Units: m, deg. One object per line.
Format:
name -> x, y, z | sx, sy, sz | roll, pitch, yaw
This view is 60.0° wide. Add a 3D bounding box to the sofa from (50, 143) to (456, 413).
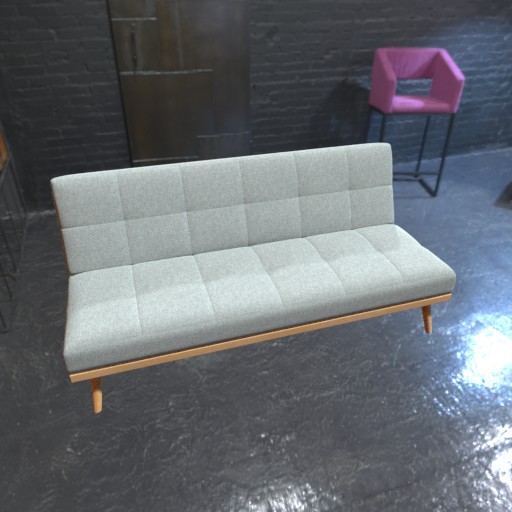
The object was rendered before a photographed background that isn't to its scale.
sofa -> 0.000, 0.000, 2.214 | 1.820, 0.800, 0.800 | -9, 33, -15
